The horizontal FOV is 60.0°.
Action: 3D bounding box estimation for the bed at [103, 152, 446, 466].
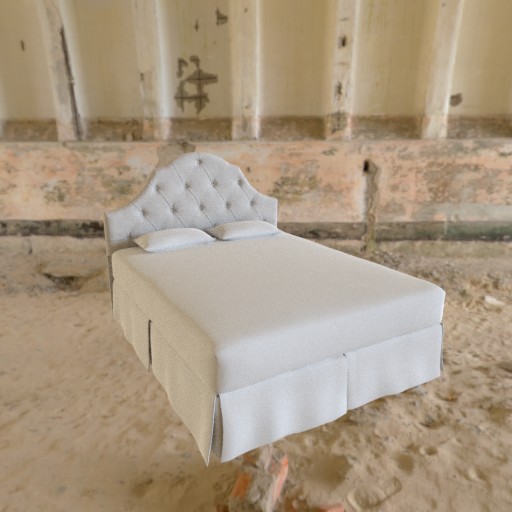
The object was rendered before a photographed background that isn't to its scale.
[{"bbox_3d":[0.000,0.000,3.761,2.039,1.617,2.477,-9,18,-29],"label":"bed"}]
